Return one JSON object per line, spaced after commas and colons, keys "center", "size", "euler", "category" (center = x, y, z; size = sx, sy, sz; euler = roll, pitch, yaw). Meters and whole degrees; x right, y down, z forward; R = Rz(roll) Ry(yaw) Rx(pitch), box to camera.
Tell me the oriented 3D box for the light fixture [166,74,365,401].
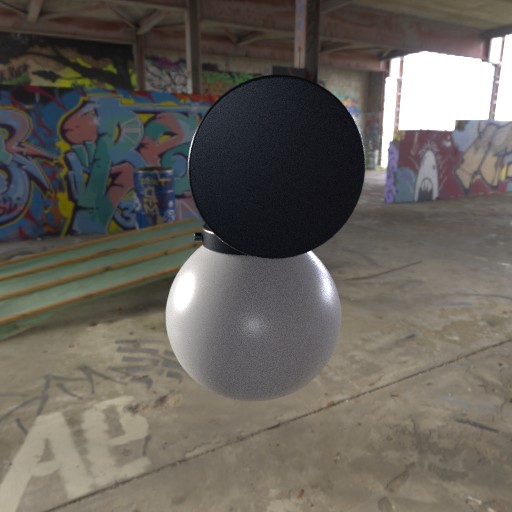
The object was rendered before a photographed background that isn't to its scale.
{"center": [0.000, 0.000, 0.472], "size": [0.197, 0.332, 0.230], "euler": [-2, 15, -9], "category": "light fixture"}
